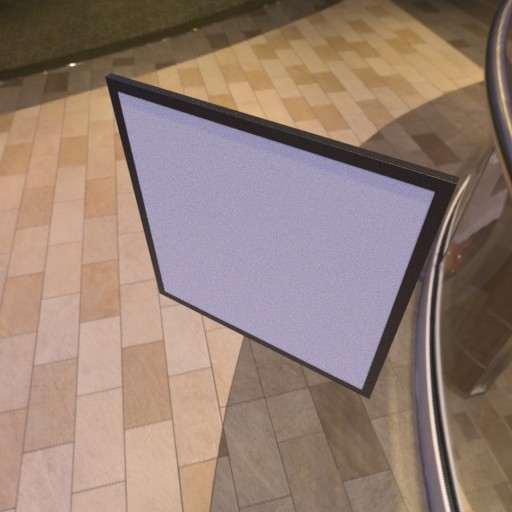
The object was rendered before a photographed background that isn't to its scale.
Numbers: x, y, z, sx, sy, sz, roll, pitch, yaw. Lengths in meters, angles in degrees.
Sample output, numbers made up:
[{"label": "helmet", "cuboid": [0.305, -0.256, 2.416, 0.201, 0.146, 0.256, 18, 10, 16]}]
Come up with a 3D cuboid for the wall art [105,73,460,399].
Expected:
[{"label": "wall art", "cuboid": [0.000, 0.000, 1.195, 0.807, 0.807, 0.022, 23, 51, 20]}]
